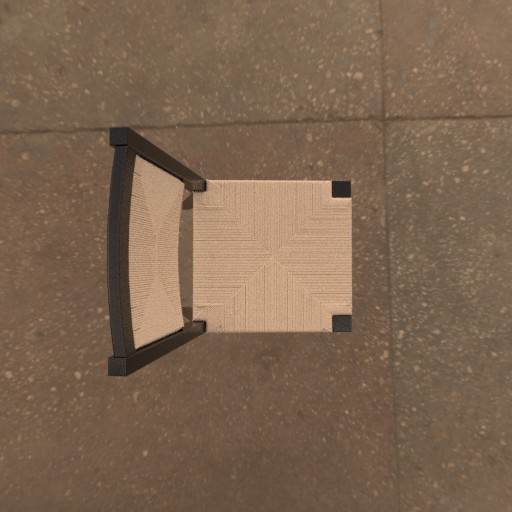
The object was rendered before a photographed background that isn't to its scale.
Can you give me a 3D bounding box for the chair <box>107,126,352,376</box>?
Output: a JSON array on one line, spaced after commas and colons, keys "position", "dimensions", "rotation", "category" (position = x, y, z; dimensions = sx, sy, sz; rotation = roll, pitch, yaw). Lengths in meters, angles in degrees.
[{"position": [0.000, 0.000, 1.235], "dimensions": [0.552, 0.927, 0.437], "rotation": [0, 89, -2], "category": "chair"}]
